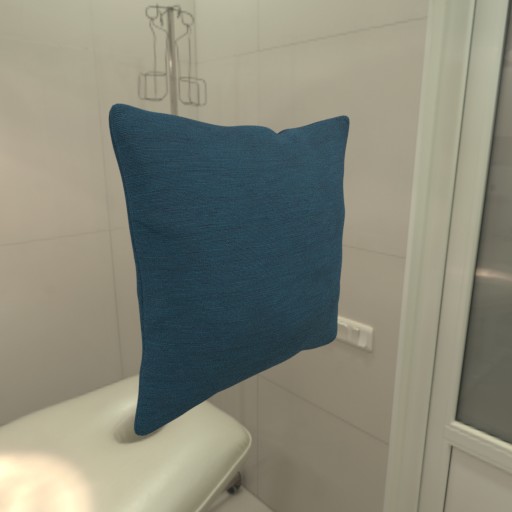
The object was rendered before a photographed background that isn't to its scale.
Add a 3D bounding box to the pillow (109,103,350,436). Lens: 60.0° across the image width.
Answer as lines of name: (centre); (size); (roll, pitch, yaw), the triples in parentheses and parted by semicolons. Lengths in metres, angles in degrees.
pillow: (0.000, 0.000, 0.672); (0.437, 0.420, 0.177); (-14, 20, -42)
